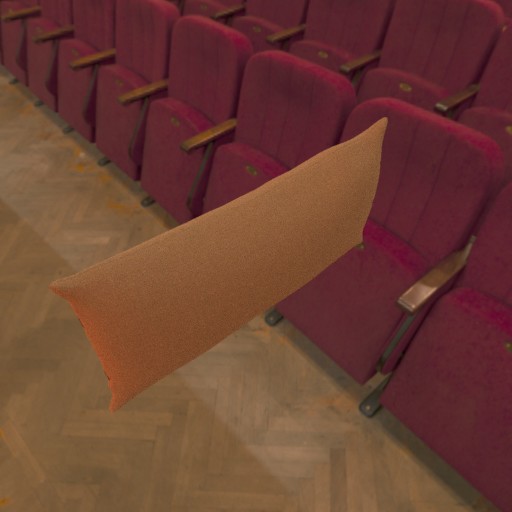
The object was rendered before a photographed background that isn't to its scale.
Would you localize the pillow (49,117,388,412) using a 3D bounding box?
[{"bbox_3d":[0.000,0.000,0.737,0.612,0.308,0.148,-31,53,-27],"label":"pillow"}]
